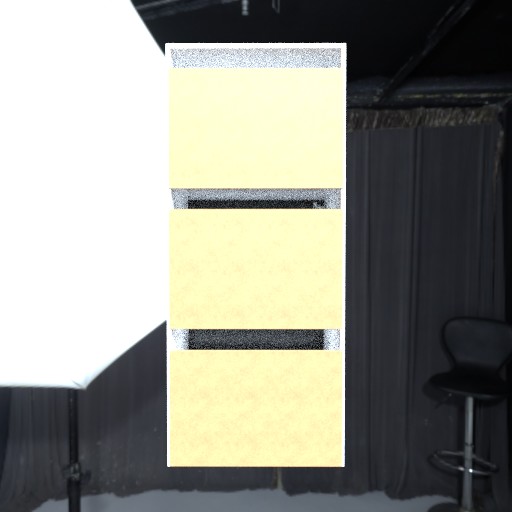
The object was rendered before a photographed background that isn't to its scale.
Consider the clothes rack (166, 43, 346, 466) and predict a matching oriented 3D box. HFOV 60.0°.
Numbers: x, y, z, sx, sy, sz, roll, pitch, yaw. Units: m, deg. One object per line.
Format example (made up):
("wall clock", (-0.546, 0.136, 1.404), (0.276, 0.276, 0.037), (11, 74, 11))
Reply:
("clothes rack", (0.000, 0.000, 1.407), (0.500, 1.187, 0.330), (0, 1, 0))
